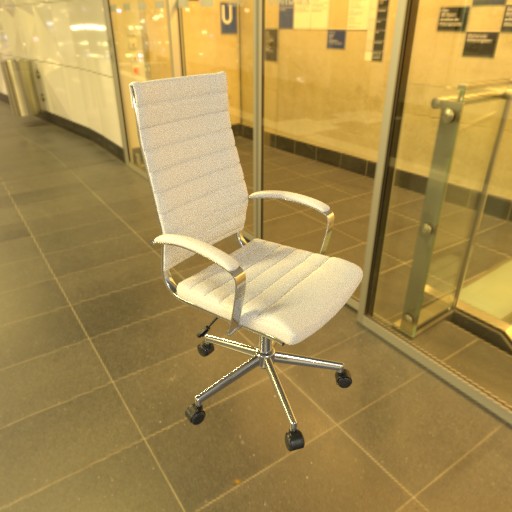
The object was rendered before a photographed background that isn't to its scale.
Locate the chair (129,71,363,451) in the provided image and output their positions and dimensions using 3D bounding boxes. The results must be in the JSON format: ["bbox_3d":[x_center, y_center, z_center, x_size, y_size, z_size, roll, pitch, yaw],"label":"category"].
[{"bbox_3d":[0.000,0.000,1.565,0.679,1.149,0.679,19,33,32],"label":"chair"}]
